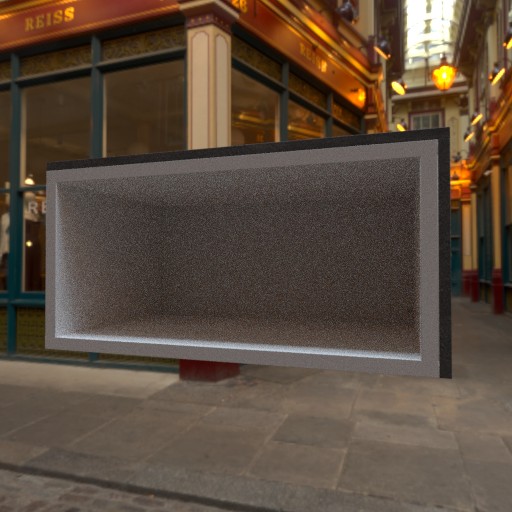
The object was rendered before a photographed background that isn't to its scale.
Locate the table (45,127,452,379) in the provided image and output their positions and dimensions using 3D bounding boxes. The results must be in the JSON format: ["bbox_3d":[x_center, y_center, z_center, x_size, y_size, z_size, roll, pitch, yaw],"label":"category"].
[{"bbox_3d":[0.000,0.000,0.913,0.700,0.350,0.400,0,-1,18],"label":"table"}]
